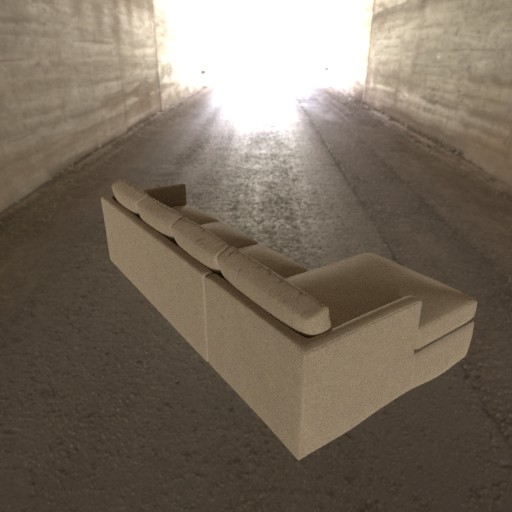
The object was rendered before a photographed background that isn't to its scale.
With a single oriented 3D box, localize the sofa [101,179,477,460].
[{"bbox_3d":[0.000,0.000,3.837,1.638,0.920,3.198,-16,29,-31],"label":"sofa"}]
